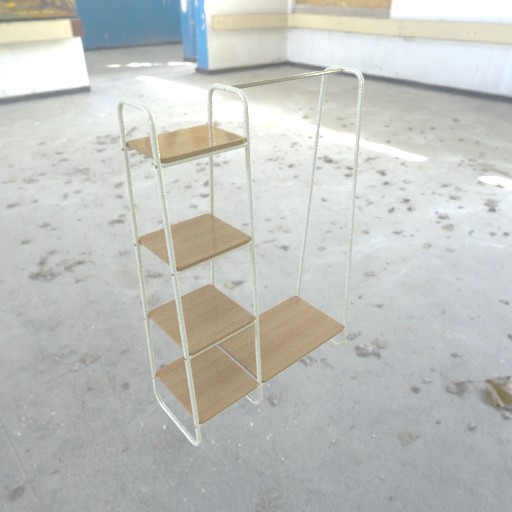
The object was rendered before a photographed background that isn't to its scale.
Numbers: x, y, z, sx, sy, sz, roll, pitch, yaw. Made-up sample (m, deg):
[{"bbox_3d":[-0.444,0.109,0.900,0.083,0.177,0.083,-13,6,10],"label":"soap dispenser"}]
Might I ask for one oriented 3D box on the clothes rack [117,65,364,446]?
[{"bbox_3d":[0.000,0.000,2.012,1.011,1.500,0.400,-24,39,-34],"label":"clothes rack"}]
